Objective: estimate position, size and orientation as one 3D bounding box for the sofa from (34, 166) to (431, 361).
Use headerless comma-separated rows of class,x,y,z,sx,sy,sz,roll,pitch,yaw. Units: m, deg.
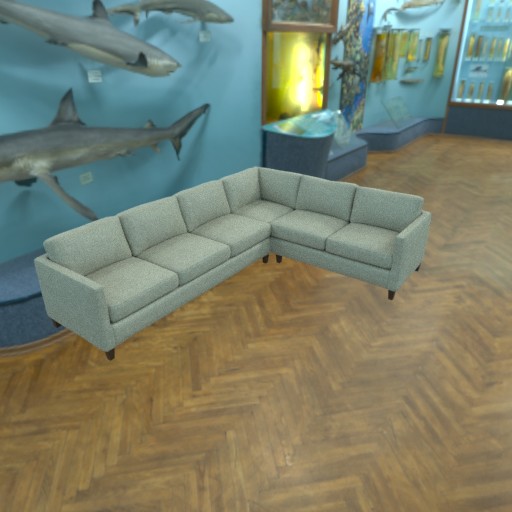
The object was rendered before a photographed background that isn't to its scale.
sofa,0.000,0.000,4.529,2.522,0.934,3.333,18,31,32
